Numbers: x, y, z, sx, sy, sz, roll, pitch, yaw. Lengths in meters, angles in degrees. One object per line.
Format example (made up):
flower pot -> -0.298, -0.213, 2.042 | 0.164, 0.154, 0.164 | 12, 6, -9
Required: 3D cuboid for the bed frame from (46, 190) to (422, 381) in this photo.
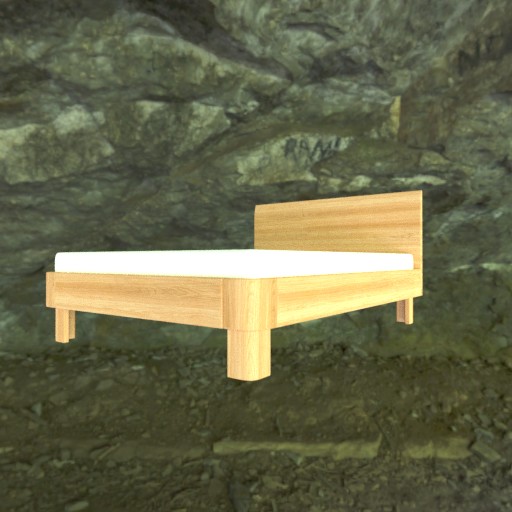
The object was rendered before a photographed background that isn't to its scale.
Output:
bed frame -> 0.000, 0.000, 2.800 | 1.472, 0.940, 1.992 | 0, 0, 37
